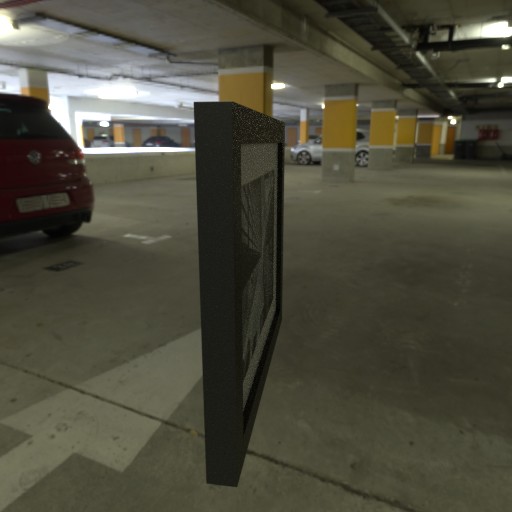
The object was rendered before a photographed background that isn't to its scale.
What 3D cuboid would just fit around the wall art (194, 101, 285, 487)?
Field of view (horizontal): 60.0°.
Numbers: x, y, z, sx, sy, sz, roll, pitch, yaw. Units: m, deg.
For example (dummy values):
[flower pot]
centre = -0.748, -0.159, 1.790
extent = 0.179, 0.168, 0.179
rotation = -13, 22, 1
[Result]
[wall art]
centre = 0.000, 0.000, 0.533
extent = 0.028, 0.321, 0.381
rotation = 2, 15, 9
